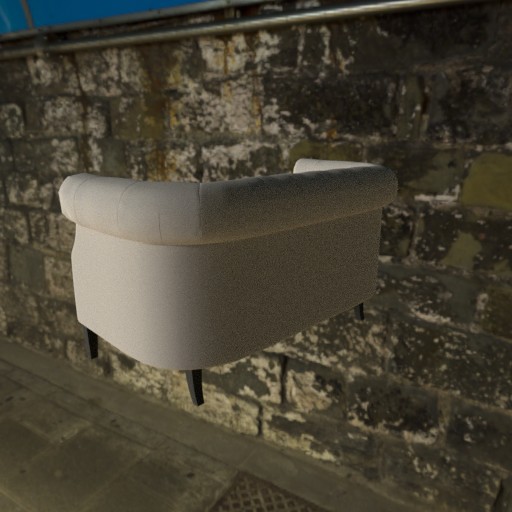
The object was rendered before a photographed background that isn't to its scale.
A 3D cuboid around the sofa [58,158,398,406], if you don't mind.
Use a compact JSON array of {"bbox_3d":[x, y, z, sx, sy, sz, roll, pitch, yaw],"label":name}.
[{"bbox_3d":[0.000,0.000,2.088,1.558,0.827,0.835,-15,22,-43],"label":"sofa"}]
